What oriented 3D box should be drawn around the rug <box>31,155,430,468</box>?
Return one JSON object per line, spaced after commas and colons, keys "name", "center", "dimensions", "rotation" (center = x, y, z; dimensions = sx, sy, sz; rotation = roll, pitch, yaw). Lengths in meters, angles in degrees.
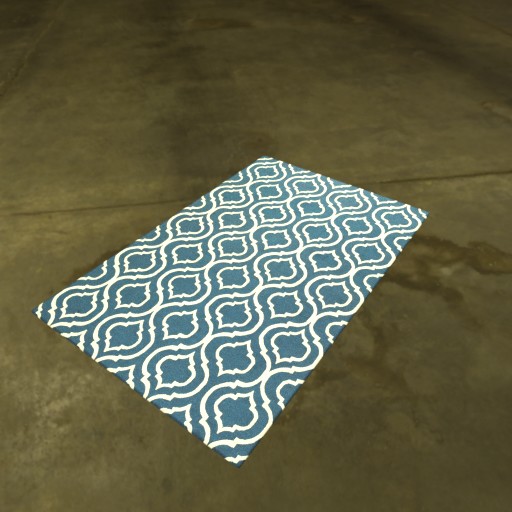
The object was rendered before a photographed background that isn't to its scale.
{"name": "rug", "center": [0.000, 0.000, 2.206], "dimensions": [1.143, 0.010, 1.753], "rotation": [25, 47, 27]}
